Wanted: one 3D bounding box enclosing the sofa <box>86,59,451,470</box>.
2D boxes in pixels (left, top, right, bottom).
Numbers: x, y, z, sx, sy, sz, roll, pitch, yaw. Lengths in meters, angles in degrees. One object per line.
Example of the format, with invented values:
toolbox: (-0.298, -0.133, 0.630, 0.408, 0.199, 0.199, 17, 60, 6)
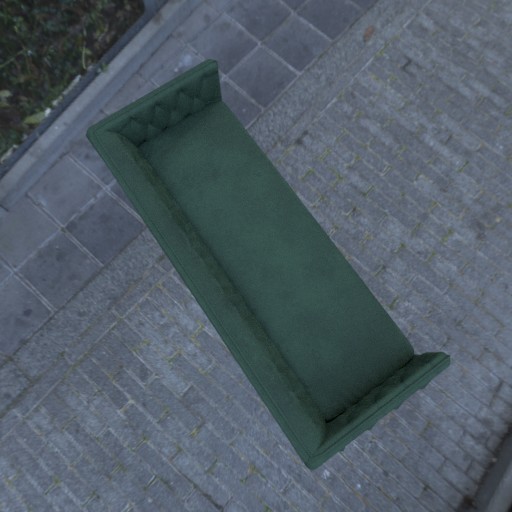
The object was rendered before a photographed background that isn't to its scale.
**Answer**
sofa: (0.000, 0.000, 2.696, 0.895, 0.771, 2.209, -34, 77, -9)
